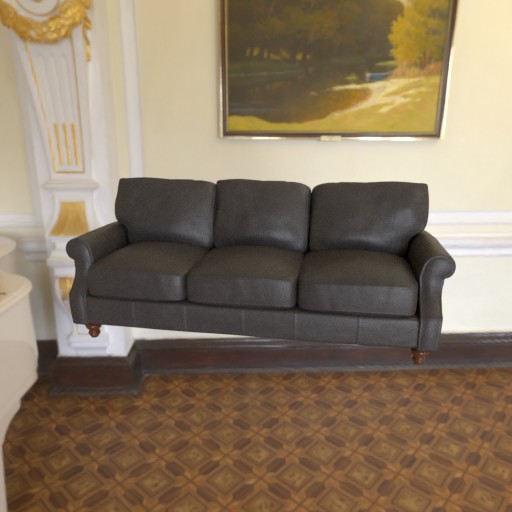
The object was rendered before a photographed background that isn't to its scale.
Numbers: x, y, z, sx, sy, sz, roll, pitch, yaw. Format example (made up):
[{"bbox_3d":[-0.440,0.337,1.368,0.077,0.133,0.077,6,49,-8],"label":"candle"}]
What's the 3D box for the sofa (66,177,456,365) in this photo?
[{"bbox_3d":[0.000,0.000,2.990,2.387,0.977,0.974,3,15,10],"label":"sofa"}]
